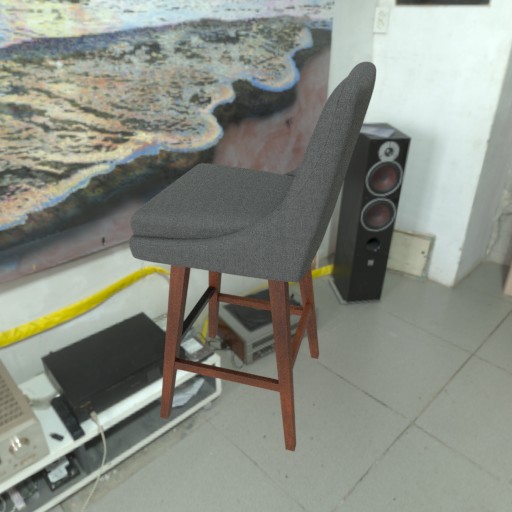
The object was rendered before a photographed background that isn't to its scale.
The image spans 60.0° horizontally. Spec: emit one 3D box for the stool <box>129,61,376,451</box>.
[{"bbox_3d":[0.000,0.000,1.229,0.524,0.977,0.447,8,30,14],"label":"stool"}]
